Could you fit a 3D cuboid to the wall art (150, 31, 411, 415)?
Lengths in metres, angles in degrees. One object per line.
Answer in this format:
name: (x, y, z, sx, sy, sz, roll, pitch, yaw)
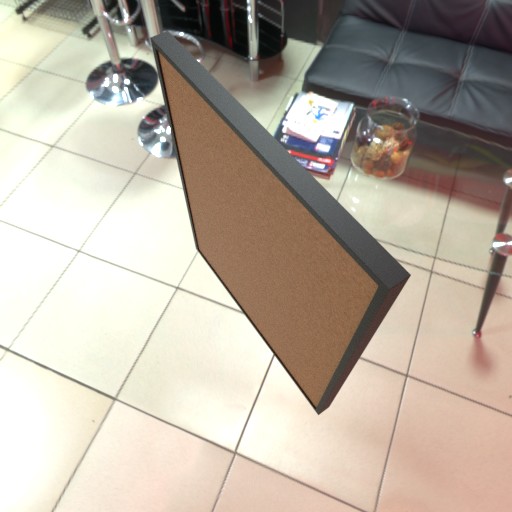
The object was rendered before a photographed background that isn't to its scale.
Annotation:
wall art: (0.000, 0.000, 0.522, 0.019, 0.381, 0.330, -31, 63, -17)
